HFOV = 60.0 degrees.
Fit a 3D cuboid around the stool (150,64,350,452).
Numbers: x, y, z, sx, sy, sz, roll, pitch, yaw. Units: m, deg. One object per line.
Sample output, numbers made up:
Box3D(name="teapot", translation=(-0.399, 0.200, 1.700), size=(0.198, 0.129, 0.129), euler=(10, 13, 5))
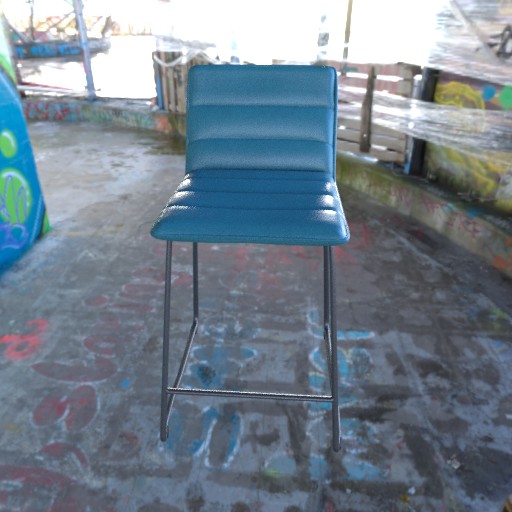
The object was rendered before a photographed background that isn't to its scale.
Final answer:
Box3D(name="stool", translation=(0.000, 0.000, 1.145), size=(0.489, 0.866, 0.524), euler=(2, 29, 3))
